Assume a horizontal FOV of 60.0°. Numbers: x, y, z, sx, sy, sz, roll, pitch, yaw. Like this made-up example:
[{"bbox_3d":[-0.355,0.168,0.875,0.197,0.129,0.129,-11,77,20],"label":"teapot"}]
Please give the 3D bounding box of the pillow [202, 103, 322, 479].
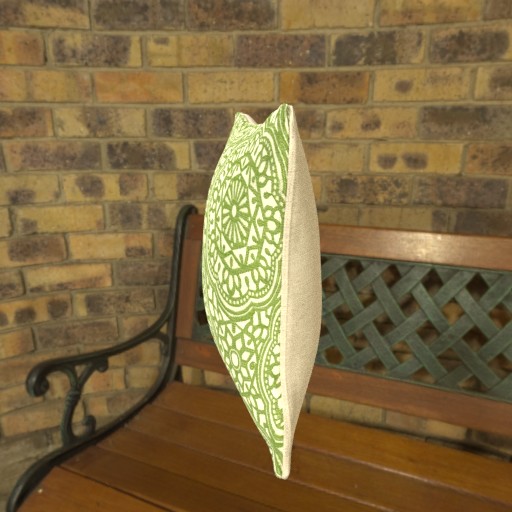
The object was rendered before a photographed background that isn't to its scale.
[{"bbox_3d":[0.000,0.000,0.664,0.162,0.419,0.440,-2,17,-8],"label":"pillow"}]
